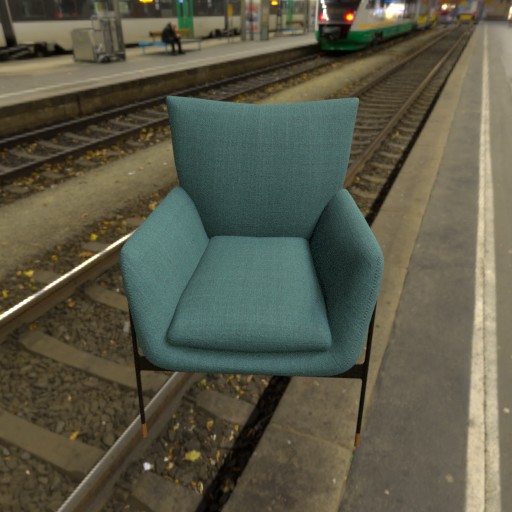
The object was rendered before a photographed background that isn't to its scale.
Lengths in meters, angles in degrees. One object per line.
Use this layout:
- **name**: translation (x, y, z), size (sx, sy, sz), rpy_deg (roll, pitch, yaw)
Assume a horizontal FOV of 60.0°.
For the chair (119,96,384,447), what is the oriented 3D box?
- **chair**: translation (0.000, 0.000, 1.421), size (0.678, 0.859, 0.769), rpy_deg (1, 29, 3)
